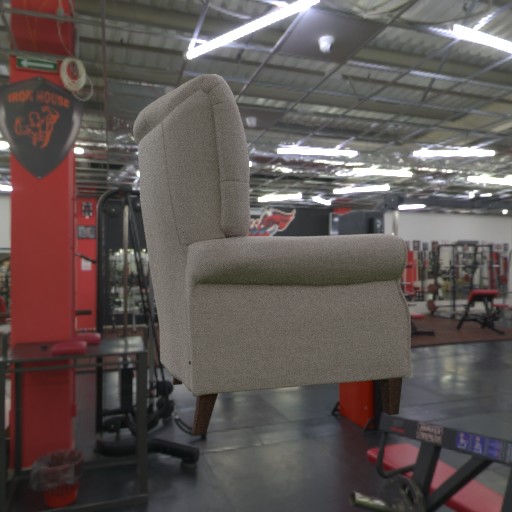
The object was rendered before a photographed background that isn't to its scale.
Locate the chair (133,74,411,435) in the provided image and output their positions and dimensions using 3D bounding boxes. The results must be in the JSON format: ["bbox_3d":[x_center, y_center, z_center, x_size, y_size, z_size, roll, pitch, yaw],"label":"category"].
[{"bbox_3d":[0.000,0.000,1.906,1.025,1.209,0.942,0,-1,-16],"label":"chair"}]
